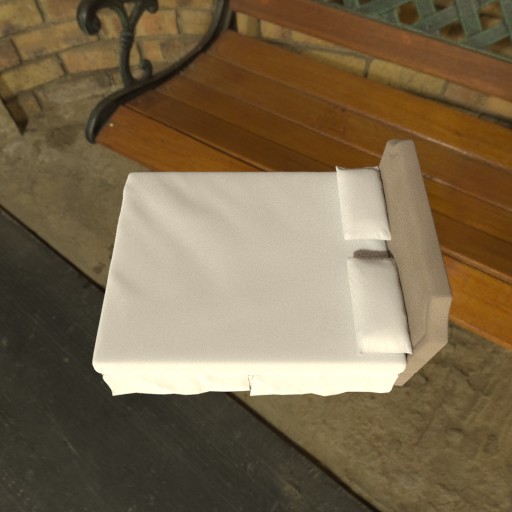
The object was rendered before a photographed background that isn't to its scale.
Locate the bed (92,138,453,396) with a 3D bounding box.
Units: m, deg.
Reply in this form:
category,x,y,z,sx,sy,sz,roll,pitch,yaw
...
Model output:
category,x,y,z,sx,sy,sz,roll,pitch,yaw
bed,0.000,0.000,3.670,2.498,1.293,1.977,0,59,0
